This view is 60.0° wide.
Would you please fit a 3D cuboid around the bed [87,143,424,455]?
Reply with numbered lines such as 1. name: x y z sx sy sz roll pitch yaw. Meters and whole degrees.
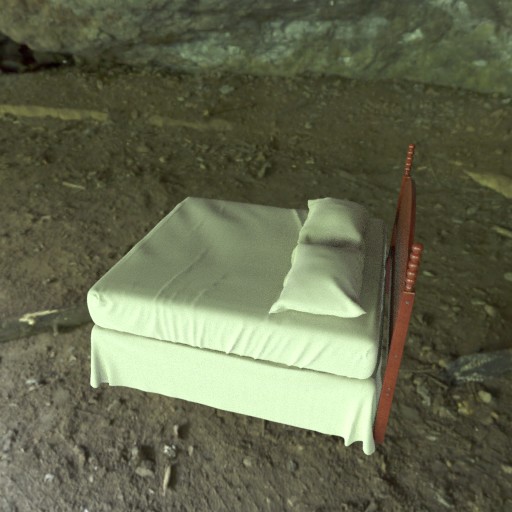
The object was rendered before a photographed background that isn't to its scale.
1. bed: 0.000 0.000 3.213 2.040 1.356 1.873 8 32 14
